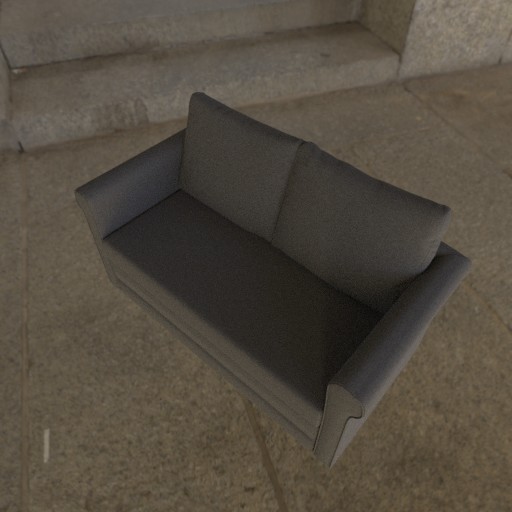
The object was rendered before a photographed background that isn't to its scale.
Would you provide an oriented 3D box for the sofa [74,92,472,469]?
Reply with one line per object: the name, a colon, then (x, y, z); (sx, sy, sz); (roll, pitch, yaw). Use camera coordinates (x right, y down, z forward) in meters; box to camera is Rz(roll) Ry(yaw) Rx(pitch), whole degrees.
sofa: (0.000, 0.000, 1.882); (1.460, 0.872, 0.741); (33, 56, 26)
